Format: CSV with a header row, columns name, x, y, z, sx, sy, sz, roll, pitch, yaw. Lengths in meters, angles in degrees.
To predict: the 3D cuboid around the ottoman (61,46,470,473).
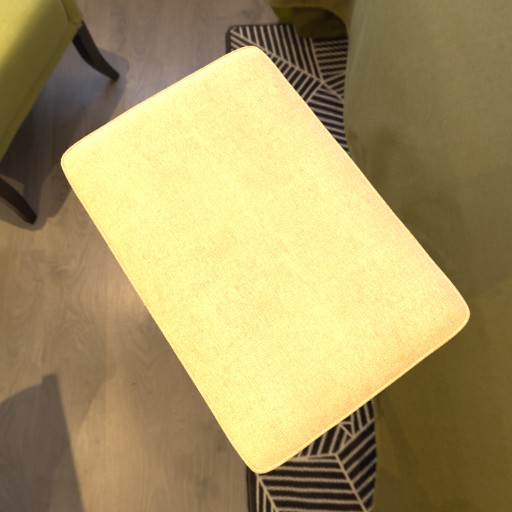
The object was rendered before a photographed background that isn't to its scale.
name,x,y,z,sx,sy,sz,roll,pitch,yaw
ottoman,0.000,0.000,1.184,0.583,0.484,0.862,-34,78,-8
